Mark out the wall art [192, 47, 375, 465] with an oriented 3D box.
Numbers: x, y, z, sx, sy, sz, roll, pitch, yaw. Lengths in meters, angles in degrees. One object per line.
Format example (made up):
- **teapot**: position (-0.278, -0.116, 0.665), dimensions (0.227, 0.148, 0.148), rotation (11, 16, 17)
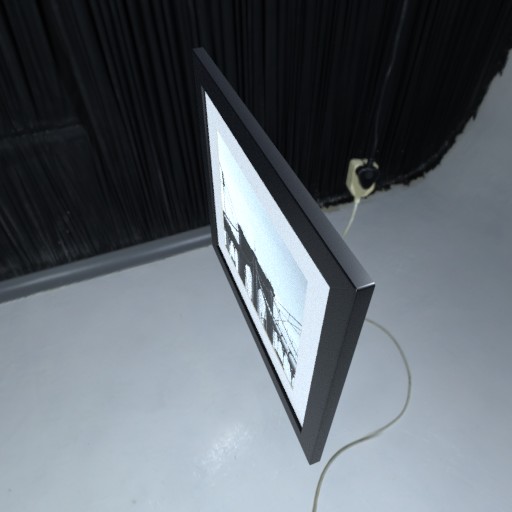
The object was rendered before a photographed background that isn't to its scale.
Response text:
- **wall art**: position (0.000, 0.000, 0.706), dimensions (0.018, 0.450, 0.521), rotation (-16, 49, -14)
